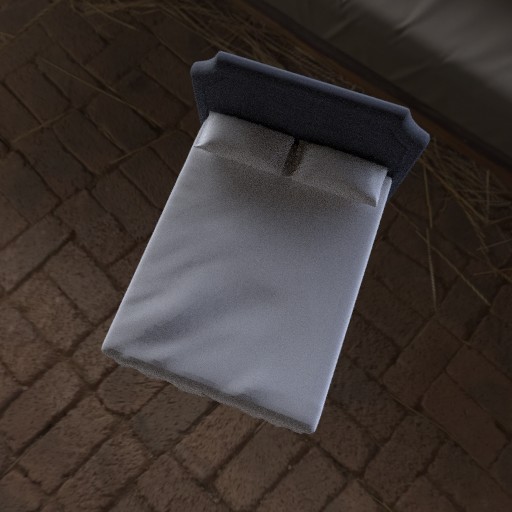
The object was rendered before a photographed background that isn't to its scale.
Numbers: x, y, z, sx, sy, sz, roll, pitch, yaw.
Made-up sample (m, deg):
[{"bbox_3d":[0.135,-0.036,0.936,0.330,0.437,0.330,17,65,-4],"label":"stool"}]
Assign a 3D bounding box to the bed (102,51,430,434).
[{"bbox_3d":[0.000,0.000,3.137,1.693,1.290,2.116,19,75,6],"label":"bed"}]
